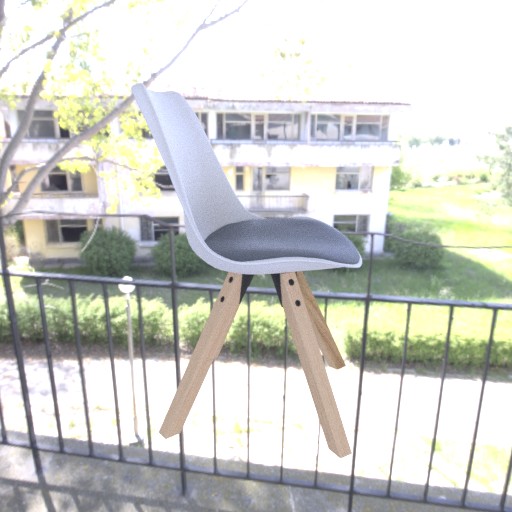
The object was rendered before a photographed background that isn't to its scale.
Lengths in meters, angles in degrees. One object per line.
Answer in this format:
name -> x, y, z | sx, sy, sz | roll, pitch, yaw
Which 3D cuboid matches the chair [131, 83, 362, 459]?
chair -> 0.000, 0.000, 1.180 | 0.550, 0.850, 0.485 | 2, 16, 9
